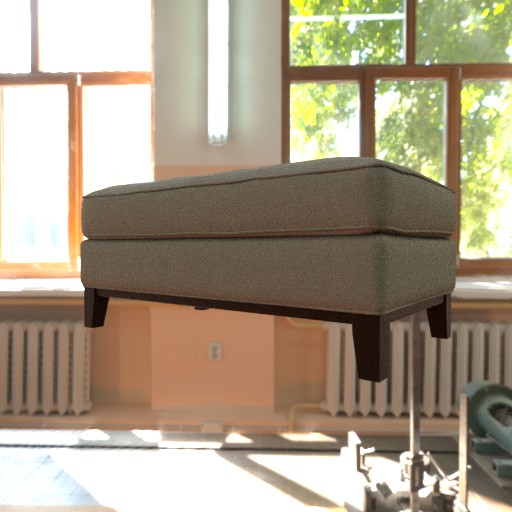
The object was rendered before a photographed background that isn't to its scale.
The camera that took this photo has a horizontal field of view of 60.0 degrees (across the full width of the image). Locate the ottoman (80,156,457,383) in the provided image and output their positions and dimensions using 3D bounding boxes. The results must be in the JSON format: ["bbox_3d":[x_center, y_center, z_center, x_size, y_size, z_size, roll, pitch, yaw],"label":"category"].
[{"bbox_3d":[0.000,0.000,1.487,1.143,0.508,0.648,1,1,37],"label":"ottoman"}]
